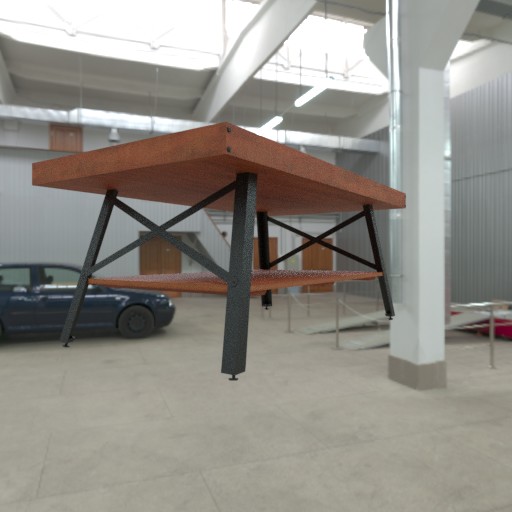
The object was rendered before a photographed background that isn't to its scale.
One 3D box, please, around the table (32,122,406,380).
[{"bbox_3d":[0.000,0.000,1.360,0.610,0.457,1.067,0,0,34],"label":"table"}]
